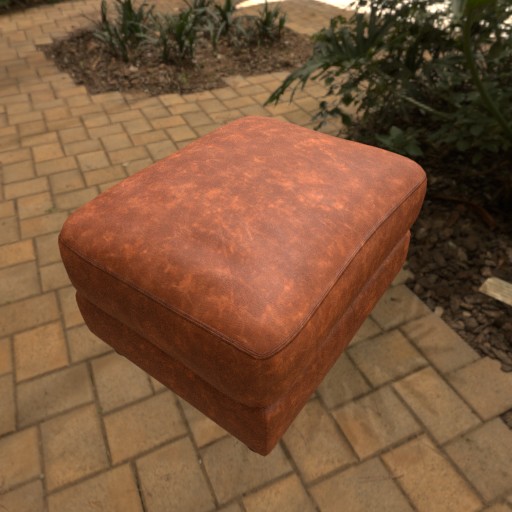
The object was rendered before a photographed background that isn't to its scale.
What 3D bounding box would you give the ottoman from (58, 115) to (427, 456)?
[{"bbox_3d":[0.000,0.000,1.242,0.657,0.562,0.832,26,47,26],"label":"ottoman"}]
